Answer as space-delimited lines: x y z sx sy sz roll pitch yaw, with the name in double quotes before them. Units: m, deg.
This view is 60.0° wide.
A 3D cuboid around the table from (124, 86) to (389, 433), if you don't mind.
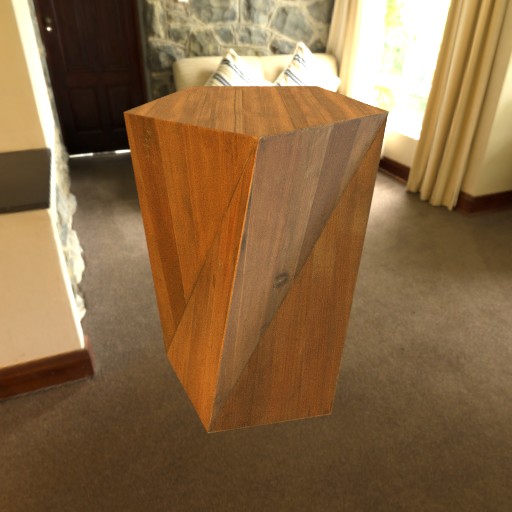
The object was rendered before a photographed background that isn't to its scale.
"table" 0.000 0.000 0.909 0.441 0.604 0.425 10 31 16
